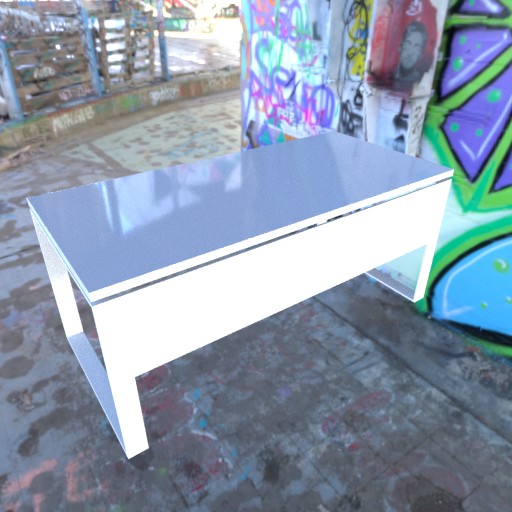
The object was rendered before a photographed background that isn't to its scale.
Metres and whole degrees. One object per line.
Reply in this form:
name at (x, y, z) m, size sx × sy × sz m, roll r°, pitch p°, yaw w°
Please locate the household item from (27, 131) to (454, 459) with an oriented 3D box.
household item at (0.000, 0.000, 2.120) m, size 1.700 × 0.745 × 0.800 m, roll -20°, pitch 36°, yaw -30°
